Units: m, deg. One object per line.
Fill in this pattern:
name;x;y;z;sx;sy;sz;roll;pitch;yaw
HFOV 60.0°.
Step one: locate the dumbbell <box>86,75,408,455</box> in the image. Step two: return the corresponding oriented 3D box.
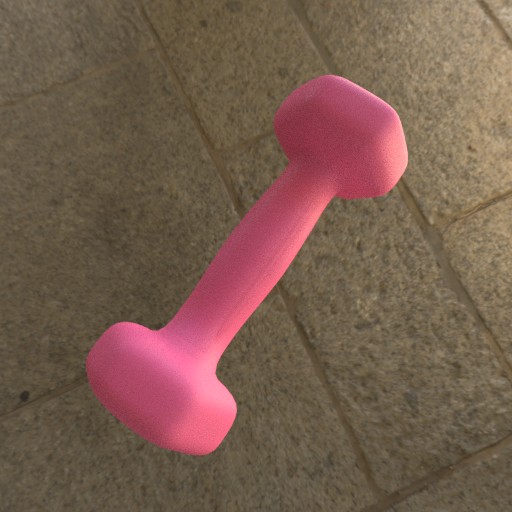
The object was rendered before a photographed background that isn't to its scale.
dumbbell;0.000;0.000;0.170;0.058;0.053;0.146;35;79;8
